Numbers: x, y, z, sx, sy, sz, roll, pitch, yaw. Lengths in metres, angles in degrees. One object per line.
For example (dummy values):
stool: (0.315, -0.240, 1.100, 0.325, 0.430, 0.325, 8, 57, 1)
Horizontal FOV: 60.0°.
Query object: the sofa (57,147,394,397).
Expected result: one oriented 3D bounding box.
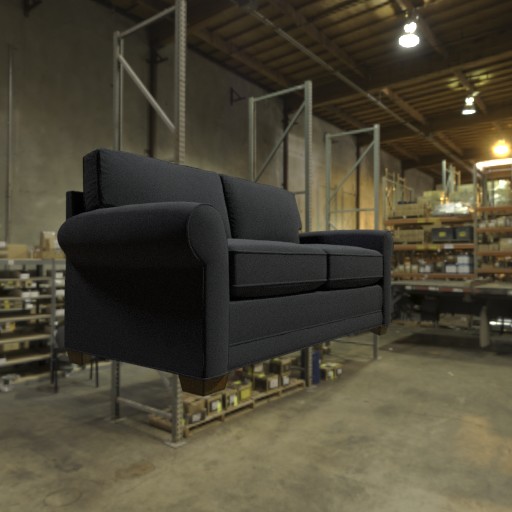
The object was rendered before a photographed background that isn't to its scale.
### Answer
sofa: (0.000, 0.000, 2.547, 0.951, 1.031, 2.009, -1, -1, 37)
